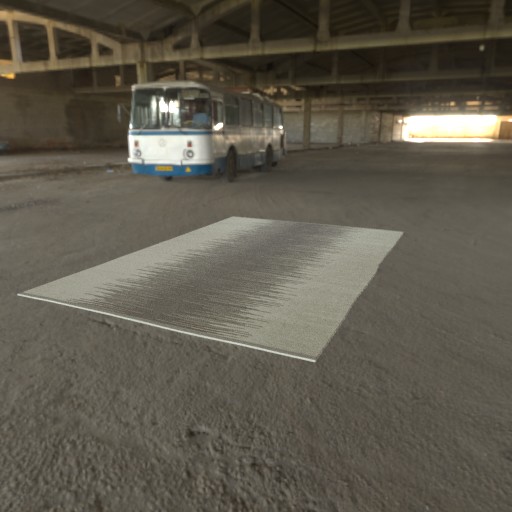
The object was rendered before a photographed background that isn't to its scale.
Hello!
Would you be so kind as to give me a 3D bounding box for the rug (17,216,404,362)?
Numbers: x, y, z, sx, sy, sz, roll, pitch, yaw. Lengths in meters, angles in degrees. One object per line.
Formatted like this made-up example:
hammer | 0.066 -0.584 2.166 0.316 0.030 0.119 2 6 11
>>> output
rug | 0.000 0.000 2.278 1.226 0.007 1.815 7 18 24
